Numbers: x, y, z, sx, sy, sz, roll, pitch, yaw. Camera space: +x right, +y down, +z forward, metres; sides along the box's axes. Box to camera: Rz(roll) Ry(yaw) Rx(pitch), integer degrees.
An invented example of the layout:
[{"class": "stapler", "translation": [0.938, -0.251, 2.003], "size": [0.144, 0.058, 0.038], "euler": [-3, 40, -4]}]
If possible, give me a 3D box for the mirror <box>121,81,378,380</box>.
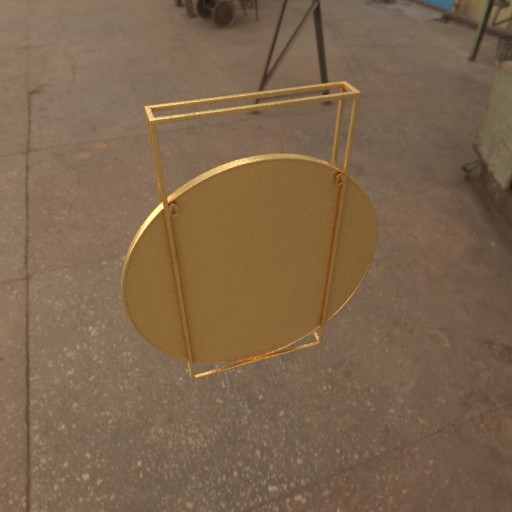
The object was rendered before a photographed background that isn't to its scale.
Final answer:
[{"class": "mirror", "translation": [0.000, 0.000, 0.841], "size": [0.508, 0.603, 0.051], "euler": [-12, 42, -14]}]
